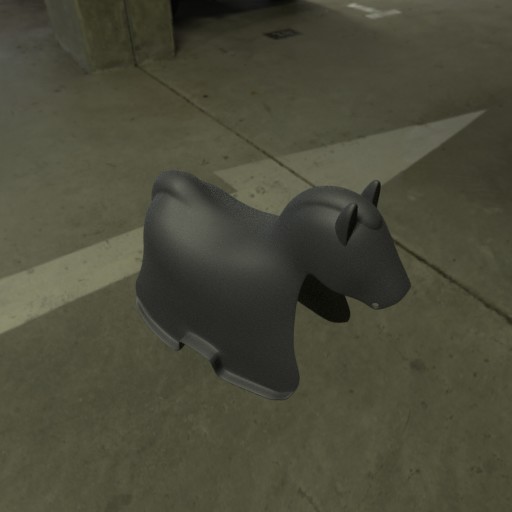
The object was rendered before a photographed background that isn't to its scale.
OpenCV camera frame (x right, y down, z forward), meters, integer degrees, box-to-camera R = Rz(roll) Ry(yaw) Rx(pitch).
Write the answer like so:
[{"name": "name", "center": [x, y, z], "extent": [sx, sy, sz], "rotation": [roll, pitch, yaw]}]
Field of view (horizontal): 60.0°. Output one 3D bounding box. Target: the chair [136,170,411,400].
[{"name": "chair", "center": [0.000, 0.000, 1.186], "extent": [0.800, 0.612, 0.429], "rotation": [26, 47, 27]}]
